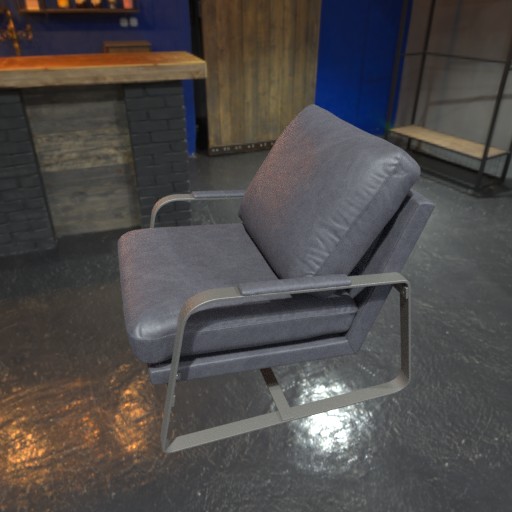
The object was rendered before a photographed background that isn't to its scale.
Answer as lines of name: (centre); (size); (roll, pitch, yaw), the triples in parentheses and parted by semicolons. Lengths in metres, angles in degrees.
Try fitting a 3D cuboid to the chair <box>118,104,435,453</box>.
chair: (0.000, 0.000, 1.480); (0.878, 0.839, 0.692); (-9, 32, -15)
